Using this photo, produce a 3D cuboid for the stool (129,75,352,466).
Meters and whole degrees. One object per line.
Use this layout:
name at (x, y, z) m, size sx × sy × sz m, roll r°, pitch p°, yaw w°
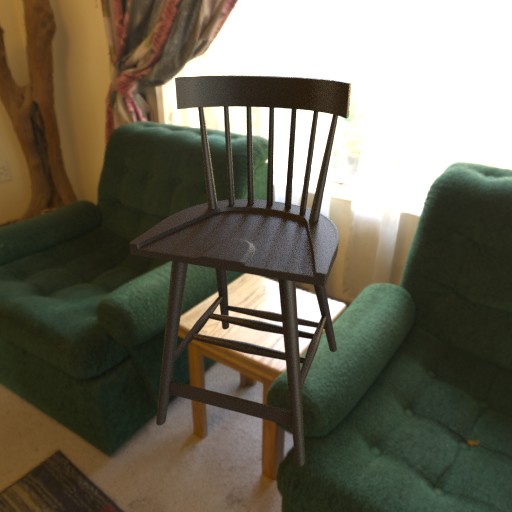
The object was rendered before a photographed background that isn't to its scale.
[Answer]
stool at (0.000, 0.000, 1.292) m, size 0.494 × 0.953 × 0.549 m, roll 9°, pitch 28°, yaw 17°
